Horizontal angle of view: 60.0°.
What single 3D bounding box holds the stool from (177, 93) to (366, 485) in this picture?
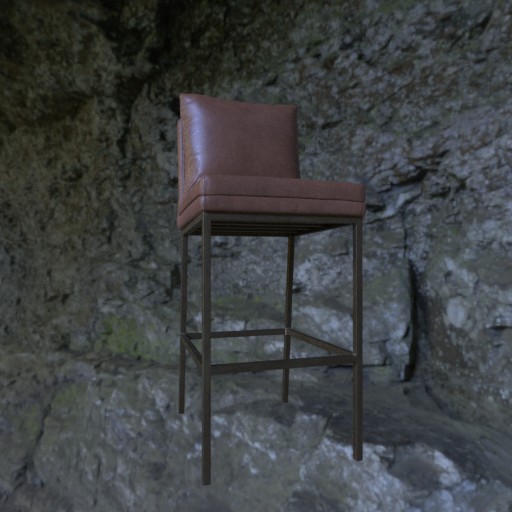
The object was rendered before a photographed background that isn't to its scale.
[{"bbox_3d":[0.000,0.000,1.410,0.463,1.124,0.571,0,0,-18],"label":"stool"}]
